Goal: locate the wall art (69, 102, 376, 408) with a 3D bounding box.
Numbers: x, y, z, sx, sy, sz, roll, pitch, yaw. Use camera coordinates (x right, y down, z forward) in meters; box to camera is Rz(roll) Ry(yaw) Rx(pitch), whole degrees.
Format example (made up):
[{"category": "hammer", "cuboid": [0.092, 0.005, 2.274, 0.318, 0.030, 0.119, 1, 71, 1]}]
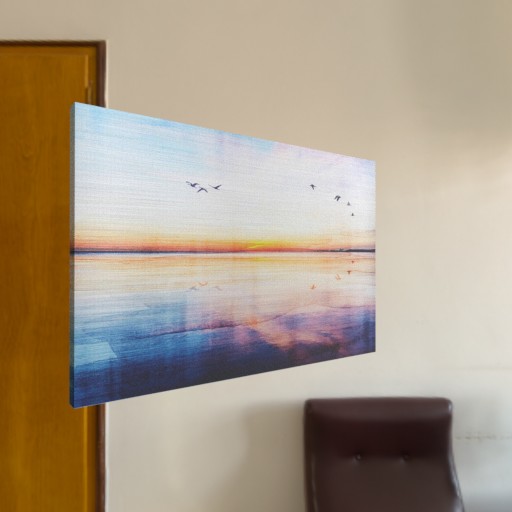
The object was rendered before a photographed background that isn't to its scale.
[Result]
[{"category": "wall art", "cuboid": [0.000, 0.000, 1.154, 0.911, 0.605, 0.037, 0, -1, -36]}]
